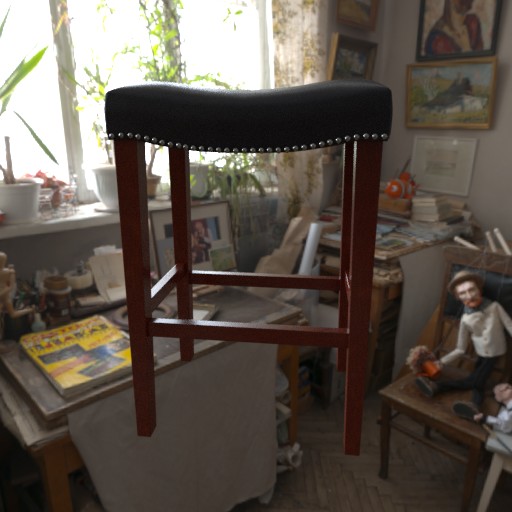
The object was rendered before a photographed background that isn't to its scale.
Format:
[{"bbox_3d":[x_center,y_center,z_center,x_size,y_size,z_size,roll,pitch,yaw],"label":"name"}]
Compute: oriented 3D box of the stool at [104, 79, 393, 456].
[{"bbox_3d":[0.000,0.000,1.014,0.504,0.742,0.372,2,17,7],"label":"stool"}]
